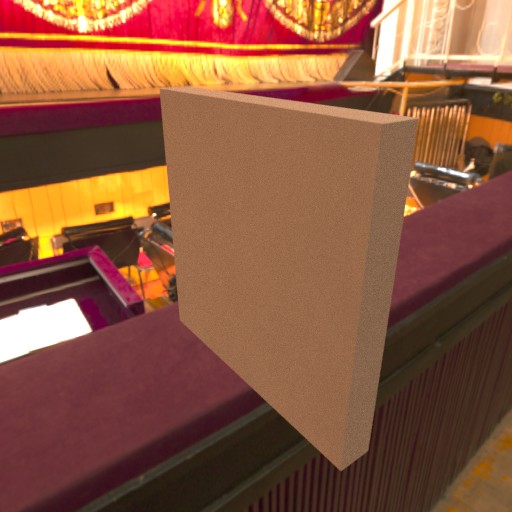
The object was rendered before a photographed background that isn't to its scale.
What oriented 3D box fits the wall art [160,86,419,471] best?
[{"bbox_3d":[0.000,0.000,0.455,0.038,0.305,0.305,-18,31,-33],"label":"wall art"}]
